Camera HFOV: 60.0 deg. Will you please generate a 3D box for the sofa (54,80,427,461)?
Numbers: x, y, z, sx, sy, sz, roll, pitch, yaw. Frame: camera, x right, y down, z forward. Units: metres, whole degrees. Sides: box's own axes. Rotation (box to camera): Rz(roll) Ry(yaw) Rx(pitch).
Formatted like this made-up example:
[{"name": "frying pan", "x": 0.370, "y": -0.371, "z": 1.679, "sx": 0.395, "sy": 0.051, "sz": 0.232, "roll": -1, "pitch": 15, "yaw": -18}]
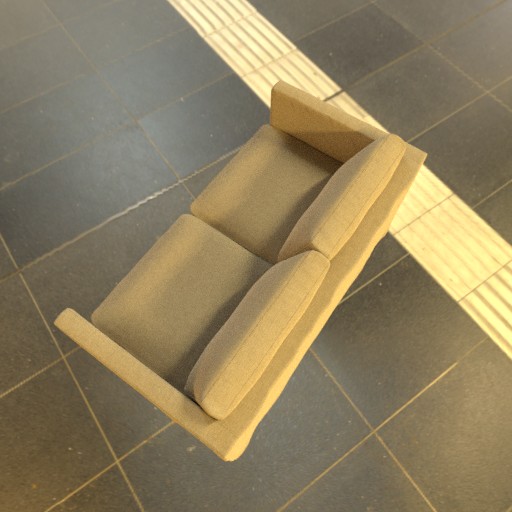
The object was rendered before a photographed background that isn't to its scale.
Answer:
[{"name": "sofa", "x": 0.000, "y": 0.000, "z": 2.319, "sx": 0.956, "sy": 0.828, "sz": 1.766, "roll": 32, "pitch": 68, "yaw": 15}]
